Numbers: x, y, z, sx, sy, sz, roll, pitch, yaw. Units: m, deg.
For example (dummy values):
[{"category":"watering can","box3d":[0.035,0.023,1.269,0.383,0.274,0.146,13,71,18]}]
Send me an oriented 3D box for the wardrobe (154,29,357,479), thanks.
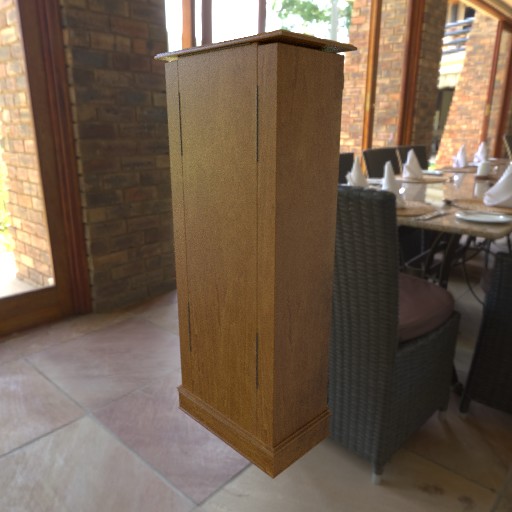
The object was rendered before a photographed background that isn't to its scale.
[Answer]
[{"category":"wardrobe","box3d":[0.000,0.000,1.129,0.273,0.959,0.406,-15,22,-42]}]
